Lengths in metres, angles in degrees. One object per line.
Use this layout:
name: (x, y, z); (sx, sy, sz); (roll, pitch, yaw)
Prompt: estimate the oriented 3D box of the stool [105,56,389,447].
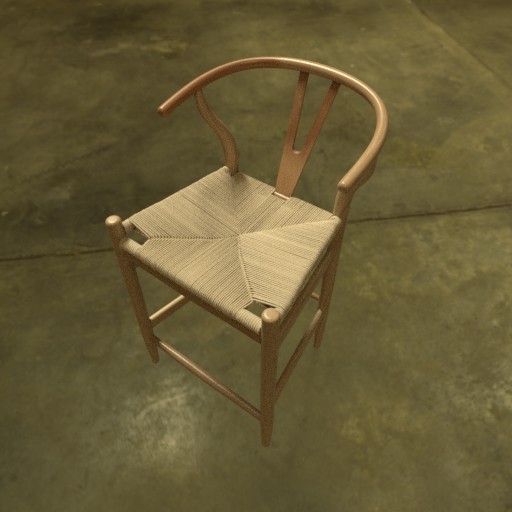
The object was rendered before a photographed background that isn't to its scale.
stool: (0.000, 0.000, 1.287); (0.536, 0.923, 0.575); (28, 52, 25)
